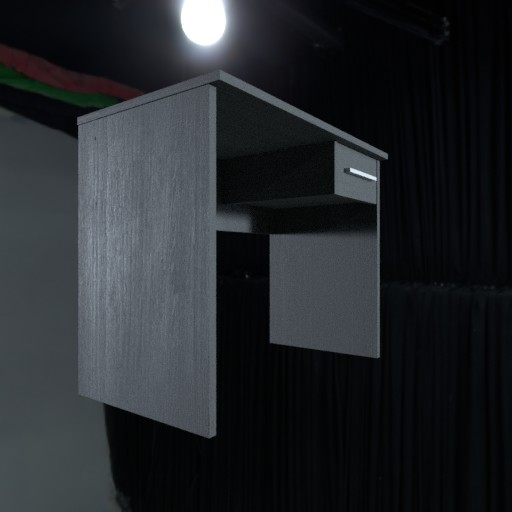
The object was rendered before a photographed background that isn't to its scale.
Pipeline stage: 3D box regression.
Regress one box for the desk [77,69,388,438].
[{"bbox_3d":[0.000,0.000,1.366,0.498,0.724,0.893,0,0,37],"label":"desk"}]
